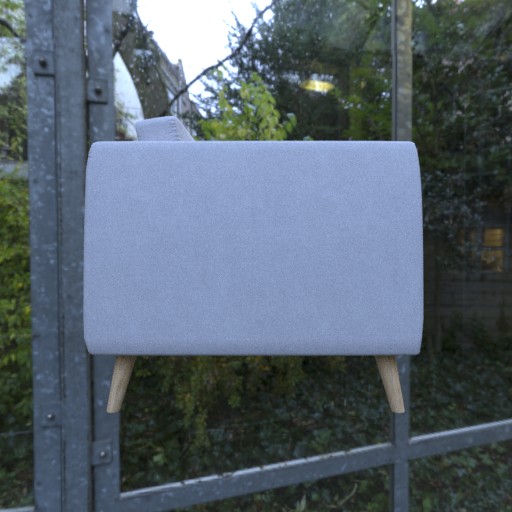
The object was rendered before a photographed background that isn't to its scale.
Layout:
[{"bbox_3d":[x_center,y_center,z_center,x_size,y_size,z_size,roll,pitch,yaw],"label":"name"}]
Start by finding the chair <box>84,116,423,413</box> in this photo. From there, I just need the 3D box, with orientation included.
[{"bbox_3d":[0.000,0.000,1.672,0.930,0.860,1.000,0,1,0],"label":"chair"}]
